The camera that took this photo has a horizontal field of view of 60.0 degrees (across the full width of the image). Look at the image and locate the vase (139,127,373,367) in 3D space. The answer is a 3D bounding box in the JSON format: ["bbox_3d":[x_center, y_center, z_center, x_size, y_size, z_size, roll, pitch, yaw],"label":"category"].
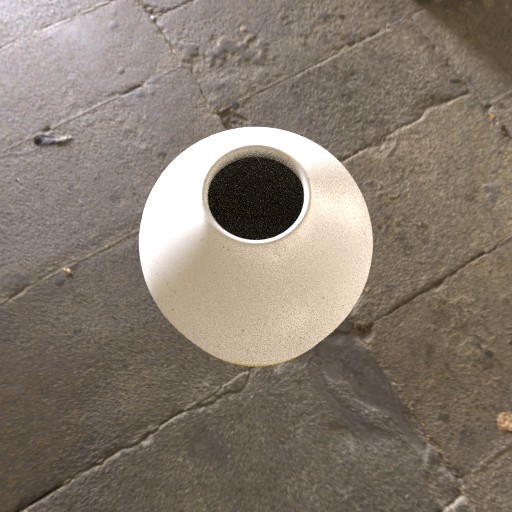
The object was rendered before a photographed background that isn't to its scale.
[{"bbox_3d":[0.000,0.000,0.361,0.169,0.240,0.169,0,73,0],"label":"vase"}]
